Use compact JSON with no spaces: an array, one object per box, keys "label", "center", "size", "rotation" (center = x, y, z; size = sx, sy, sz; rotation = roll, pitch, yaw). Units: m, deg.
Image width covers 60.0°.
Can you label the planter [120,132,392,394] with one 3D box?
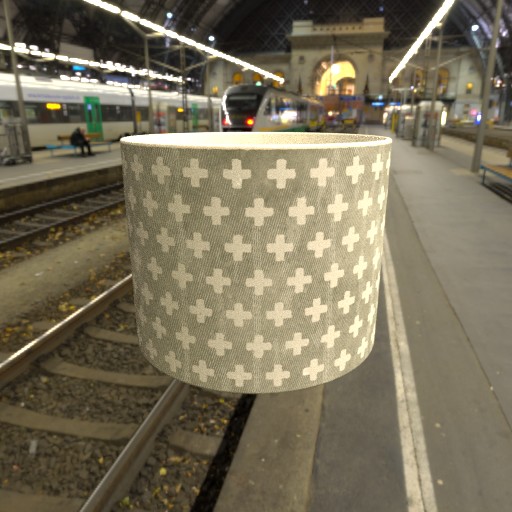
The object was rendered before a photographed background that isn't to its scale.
[{"label":"planter","center":[0.000,0.000,0.460],"size":[0.250,0.239,0.250],"rotation":[0,18,0]}]
